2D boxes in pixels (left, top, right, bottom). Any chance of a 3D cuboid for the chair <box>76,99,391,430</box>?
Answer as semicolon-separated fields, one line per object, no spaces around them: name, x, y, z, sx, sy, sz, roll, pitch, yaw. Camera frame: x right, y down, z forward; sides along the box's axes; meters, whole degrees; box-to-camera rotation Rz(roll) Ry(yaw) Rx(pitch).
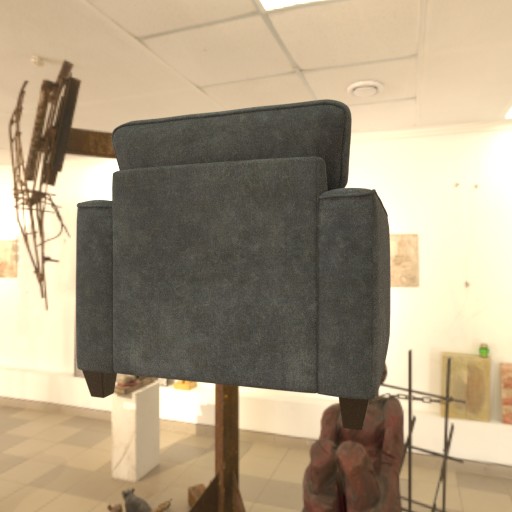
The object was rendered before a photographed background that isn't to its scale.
chair;0.000;0.000;1.774;1.015;0.965;0.939;0;0;19
